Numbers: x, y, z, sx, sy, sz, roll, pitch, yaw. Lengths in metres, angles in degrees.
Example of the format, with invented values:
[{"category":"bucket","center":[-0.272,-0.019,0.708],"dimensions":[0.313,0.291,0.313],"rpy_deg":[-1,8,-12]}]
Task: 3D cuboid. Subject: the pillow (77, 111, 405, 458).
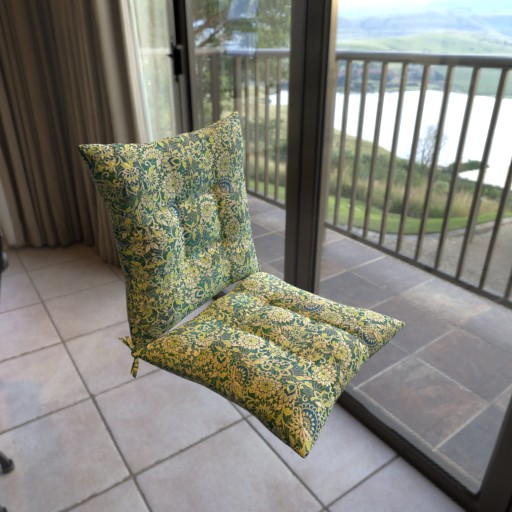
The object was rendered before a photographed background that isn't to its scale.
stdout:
[{"category":"pillow","center":[0.000,0.000,1.019],"dimensions":[0.585,0.536,0.541],"rpy_deg":[18,32,32]}]
